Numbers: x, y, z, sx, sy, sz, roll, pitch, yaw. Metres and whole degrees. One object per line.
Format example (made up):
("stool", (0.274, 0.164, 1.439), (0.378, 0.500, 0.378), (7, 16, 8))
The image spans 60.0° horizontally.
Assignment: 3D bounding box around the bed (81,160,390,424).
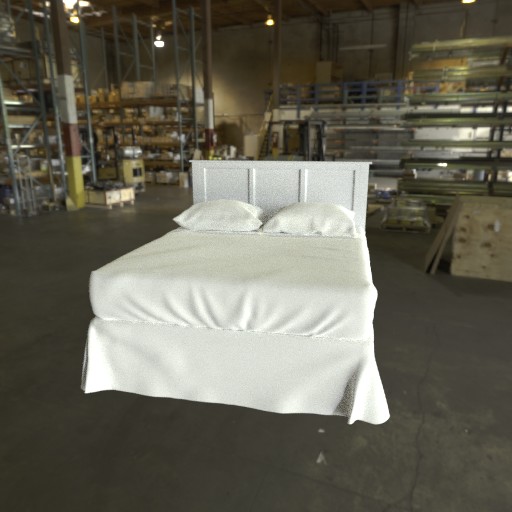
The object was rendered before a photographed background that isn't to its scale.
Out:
("bed", (0.000, 0.000, 3.239), (1.876, 1.269, 2.047), (3, 15, 11))
